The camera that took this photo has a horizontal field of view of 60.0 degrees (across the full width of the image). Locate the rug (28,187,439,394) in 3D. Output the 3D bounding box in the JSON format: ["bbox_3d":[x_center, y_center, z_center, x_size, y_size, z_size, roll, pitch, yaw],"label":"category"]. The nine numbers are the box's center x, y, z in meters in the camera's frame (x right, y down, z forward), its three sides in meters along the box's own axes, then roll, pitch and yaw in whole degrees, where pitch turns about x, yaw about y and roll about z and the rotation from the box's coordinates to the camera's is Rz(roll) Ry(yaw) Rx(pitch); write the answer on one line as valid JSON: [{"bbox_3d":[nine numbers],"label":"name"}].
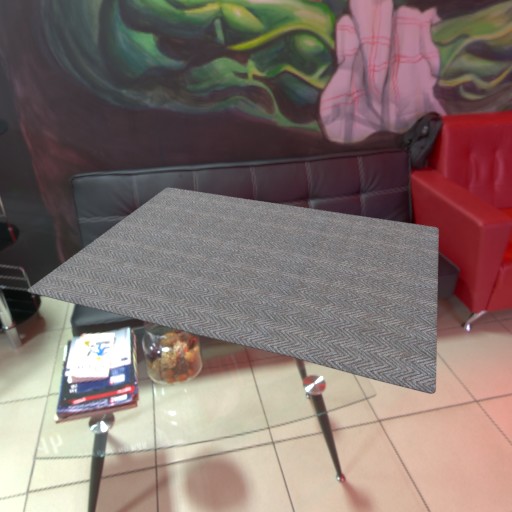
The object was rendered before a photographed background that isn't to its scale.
[{"bbox_3d":[0.000,0.000,5.115,3.957,0.011,2.894,11,33,17],"label":"rug"}]
